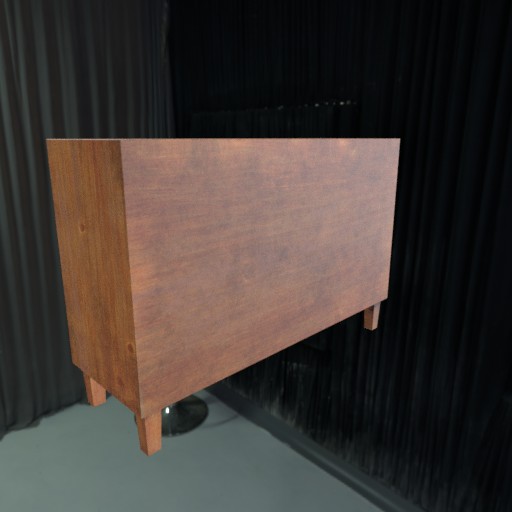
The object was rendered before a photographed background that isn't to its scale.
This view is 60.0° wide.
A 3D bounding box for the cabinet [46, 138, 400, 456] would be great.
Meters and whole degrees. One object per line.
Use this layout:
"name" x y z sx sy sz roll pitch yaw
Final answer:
"cabinet" 0.000 0.000 1.574 0.403 0.805 1.204 14 21 43
